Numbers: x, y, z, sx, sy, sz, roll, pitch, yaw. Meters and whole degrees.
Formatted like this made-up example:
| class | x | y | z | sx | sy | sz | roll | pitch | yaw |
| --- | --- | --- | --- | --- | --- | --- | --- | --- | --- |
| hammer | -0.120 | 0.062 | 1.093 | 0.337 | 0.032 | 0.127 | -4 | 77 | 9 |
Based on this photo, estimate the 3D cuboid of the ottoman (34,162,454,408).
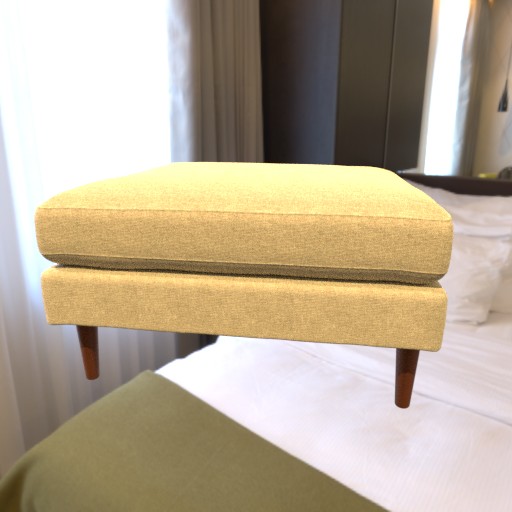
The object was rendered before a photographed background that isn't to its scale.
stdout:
| class | x | y | z | sx | sy | sz | roll | pitch | yaw |
| --- | --- | --- | --- | --- | --- | --- | --- | --- | --- |
| ottoman | 0.000 | 0.000 | 1.191 | 0.821 | 0.474 | 0.693 | 3 | 16 | 9 |
